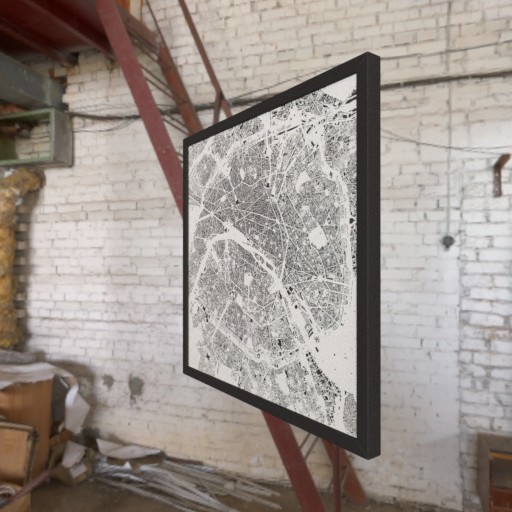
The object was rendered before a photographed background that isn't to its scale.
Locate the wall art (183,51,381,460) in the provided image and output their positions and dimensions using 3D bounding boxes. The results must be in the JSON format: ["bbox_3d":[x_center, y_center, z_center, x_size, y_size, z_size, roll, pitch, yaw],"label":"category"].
[{"bbox_3d":[0.000,0.000,1.145,0.037,0.763,0.763,0,0,-36],"label":"wall art"}]
